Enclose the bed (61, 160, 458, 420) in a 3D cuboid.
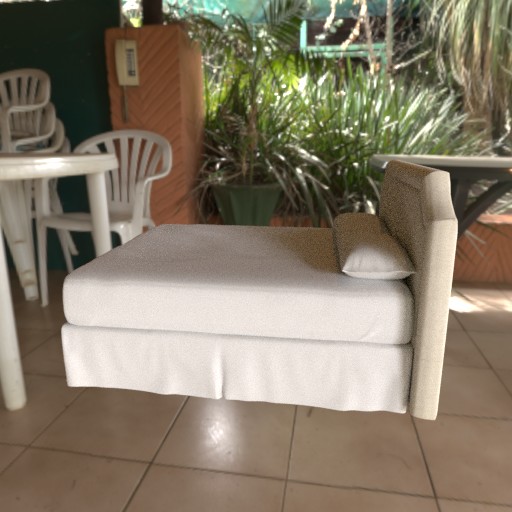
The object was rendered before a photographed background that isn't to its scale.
[{"bbox_3d":[0.000,0.000,3.151,2.164,1.297,1.828,2,15,8],"label":"bed"}]
